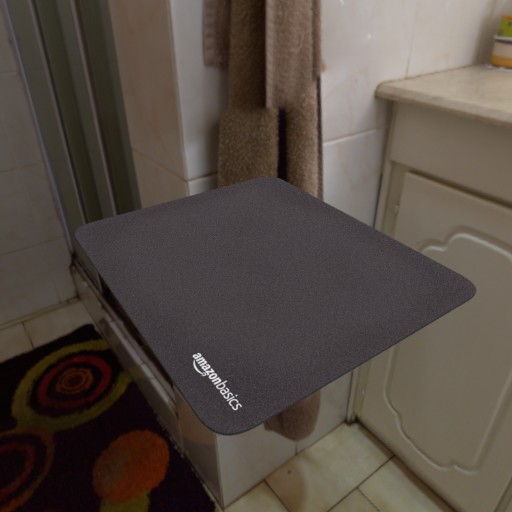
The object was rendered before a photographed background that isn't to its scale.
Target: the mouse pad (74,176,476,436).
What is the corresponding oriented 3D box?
[{"bbox_3d":[0.000,0.000,0.428,0.269,0.002,0.315,-20,38,-29],"label":"mouse pad"}]
